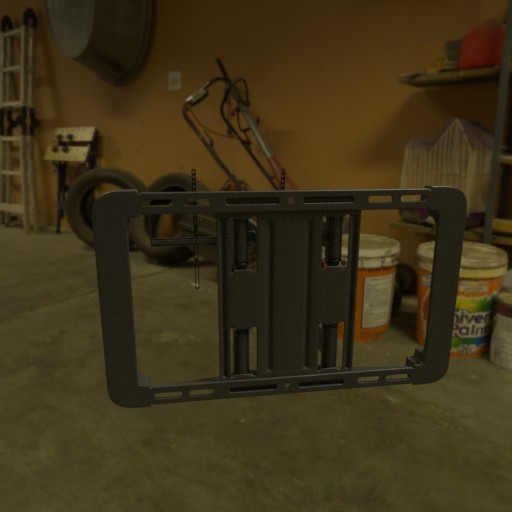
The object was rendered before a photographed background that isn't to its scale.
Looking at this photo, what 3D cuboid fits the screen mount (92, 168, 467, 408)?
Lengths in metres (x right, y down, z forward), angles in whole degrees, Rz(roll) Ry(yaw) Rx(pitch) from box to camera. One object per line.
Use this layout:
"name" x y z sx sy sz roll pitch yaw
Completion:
"screen mount" 0.000 0.000 1.321 0.725 0.483 0.905 -2 14 -8
